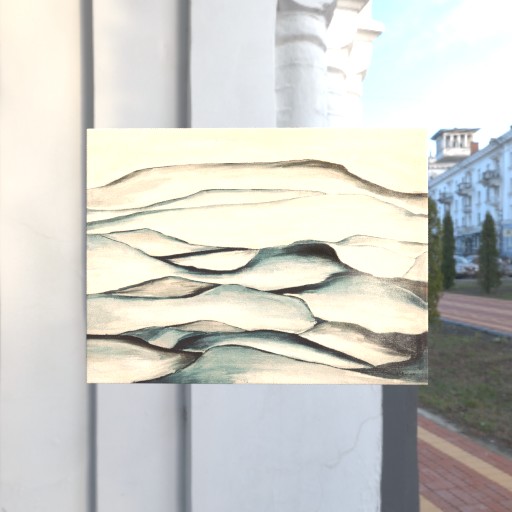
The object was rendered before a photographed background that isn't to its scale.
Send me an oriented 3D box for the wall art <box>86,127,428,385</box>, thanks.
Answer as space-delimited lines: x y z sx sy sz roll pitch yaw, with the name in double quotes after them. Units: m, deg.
0.000 0.000 1.599 1.219 0.915 0.039 0 0 1 "wall art"
